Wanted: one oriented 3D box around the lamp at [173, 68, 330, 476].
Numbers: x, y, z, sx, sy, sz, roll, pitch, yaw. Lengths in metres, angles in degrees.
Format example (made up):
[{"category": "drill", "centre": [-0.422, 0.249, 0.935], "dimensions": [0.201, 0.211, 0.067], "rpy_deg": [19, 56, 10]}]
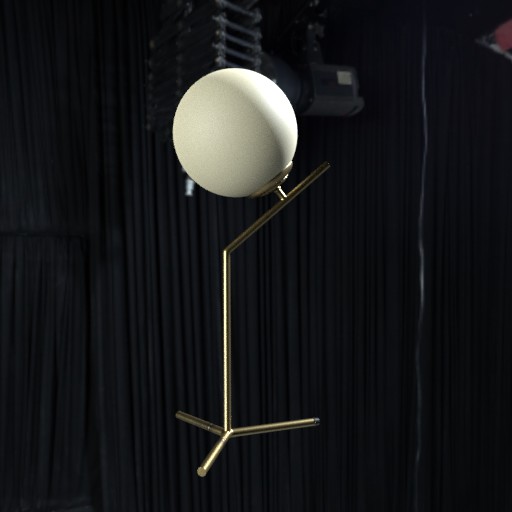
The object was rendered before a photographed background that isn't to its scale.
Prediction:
[{"category": "lamp", "centre": [0.000, 0.000, 0.683], "dimensions": [0.251, 0.552, 0.210], "rpy_deg": [0, 1, -18]}]
